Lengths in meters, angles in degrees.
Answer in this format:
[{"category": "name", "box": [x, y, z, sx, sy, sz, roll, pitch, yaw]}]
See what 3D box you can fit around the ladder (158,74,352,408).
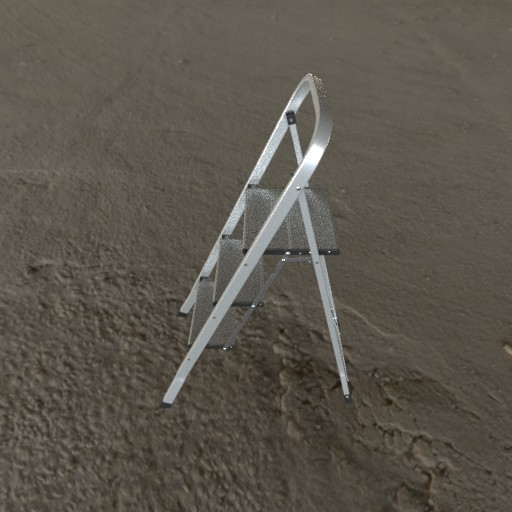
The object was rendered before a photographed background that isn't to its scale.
[{"category": "ladder", "box": [0.000, 0.000, 1.427, 0.704, 1.070, 0.465, 0, 41, 1]}]
